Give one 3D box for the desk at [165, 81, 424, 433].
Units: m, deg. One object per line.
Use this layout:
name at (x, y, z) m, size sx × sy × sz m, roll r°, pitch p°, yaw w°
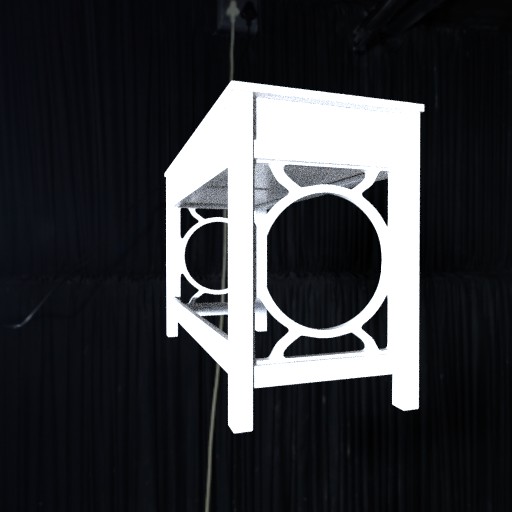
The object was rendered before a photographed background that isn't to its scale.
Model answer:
desk at (0.000, 0.000, 1.589) m, size 0.504 × 0.762 × 1.191 m, roll 0°, pitch 1°, yaw -18°
